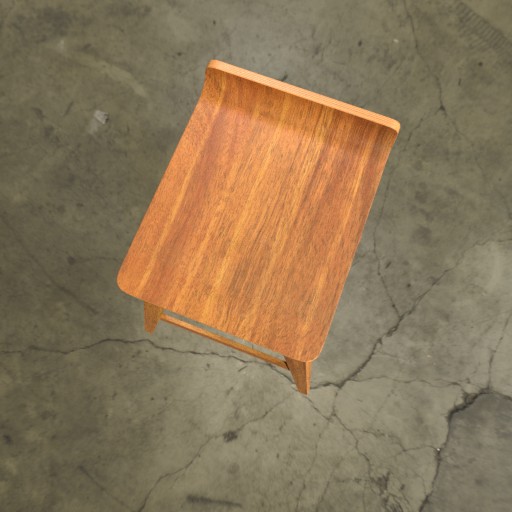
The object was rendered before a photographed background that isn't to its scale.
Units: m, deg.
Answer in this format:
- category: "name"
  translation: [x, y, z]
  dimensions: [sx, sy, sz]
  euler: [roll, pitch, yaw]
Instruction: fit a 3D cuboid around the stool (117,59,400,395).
- category: "stool"
  translation: [0.000, 0.000, 1.007]
  dimensions: [0.500, 0.650, 0.500]
  euler: [20, 77, 5]
